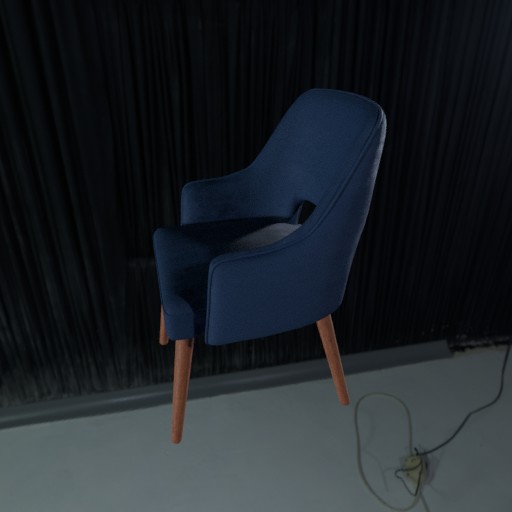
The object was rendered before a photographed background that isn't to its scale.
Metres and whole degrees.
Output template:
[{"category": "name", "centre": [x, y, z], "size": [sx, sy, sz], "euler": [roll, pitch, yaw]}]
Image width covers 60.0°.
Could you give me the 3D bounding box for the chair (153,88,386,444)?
[{"category": "chair", "centre": [0.000, 0.000, 1.255], "size": [0.591, 0.844, 0.559], "euler": [-7, 29, -13]}]
